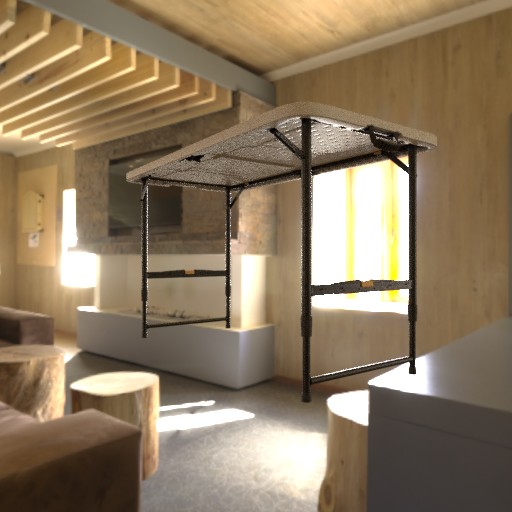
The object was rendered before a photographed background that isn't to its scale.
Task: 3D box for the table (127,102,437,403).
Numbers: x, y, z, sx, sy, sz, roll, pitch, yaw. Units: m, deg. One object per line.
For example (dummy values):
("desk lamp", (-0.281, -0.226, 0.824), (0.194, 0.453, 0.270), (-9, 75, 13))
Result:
("table", (0.000, 0.000, 1.682), (0.611, 0.737, 1.245), (0, 0, -36))
